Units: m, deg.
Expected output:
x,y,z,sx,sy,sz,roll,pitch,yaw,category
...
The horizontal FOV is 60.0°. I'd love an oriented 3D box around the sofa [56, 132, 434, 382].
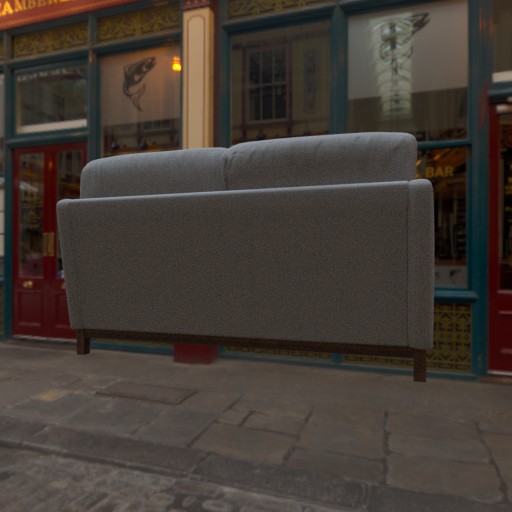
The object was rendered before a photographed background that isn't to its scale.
x,y,z,sx,sy,sz,roll,pitch,yaw,category
0.000,0.000,2.179,1.589,0.921,0.987,0,-1,19,sofa
